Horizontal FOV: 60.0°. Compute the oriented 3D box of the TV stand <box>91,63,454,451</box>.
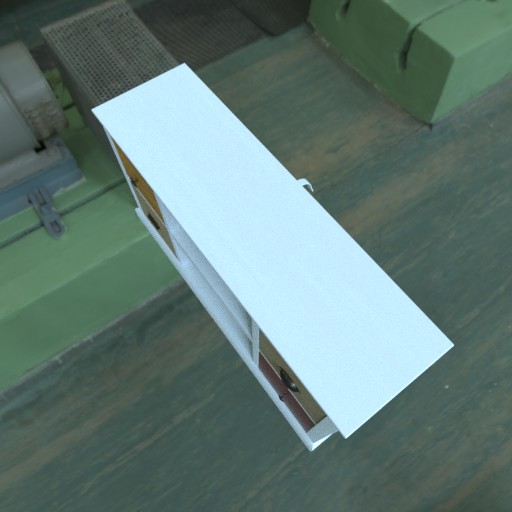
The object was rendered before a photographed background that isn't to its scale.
[{"bbox_3d":[0.000,0.000,1.504,0.424,0.624,1.187,-34,69,-15],"label":"TV stand"}]
